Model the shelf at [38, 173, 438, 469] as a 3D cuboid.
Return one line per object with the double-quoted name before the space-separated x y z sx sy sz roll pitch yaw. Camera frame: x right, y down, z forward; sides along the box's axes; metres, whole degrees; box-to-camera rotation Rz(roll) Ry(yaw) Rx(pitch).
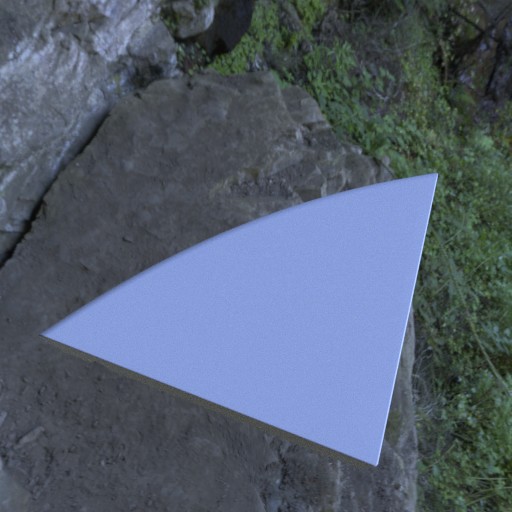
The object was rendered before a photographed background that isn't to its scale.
"shelf" 0.000 0.000 0.457 0.310 0.050 0.310 18 63 9
